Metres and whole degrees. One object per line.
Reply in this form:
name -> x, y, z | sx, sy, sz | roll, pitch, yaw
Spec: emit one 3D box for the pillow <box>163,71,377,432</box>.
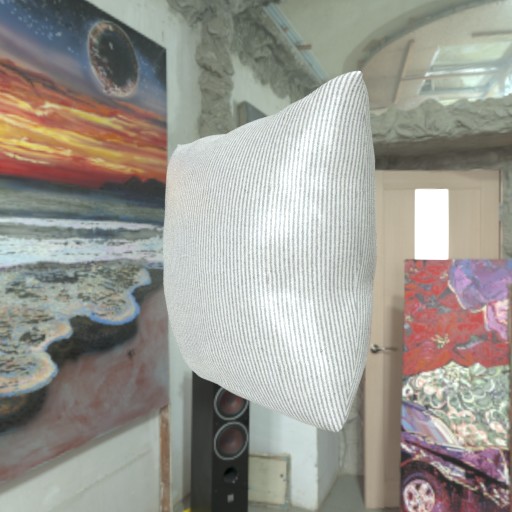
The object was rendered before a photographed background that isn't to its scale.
pillow -> 0.000, 0.000, 0.692 | 0.310, 0.432, 0.387 | 0, 1, -3
